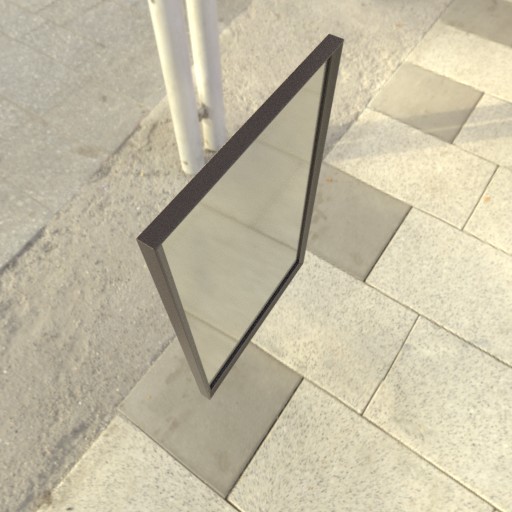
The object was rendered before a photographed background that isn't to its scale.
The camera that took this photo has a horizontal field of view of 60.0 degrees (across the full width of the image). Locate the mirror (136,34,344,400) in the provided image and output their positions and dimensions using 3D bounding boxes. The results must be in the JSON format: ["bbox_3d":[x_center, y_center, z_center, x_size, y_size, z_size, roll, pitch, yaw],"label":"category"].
[{"bbox_3d":[0.000,0.000,1.176,0.041,0.915,0.609,29,63,16],"label":"mirror"}]
